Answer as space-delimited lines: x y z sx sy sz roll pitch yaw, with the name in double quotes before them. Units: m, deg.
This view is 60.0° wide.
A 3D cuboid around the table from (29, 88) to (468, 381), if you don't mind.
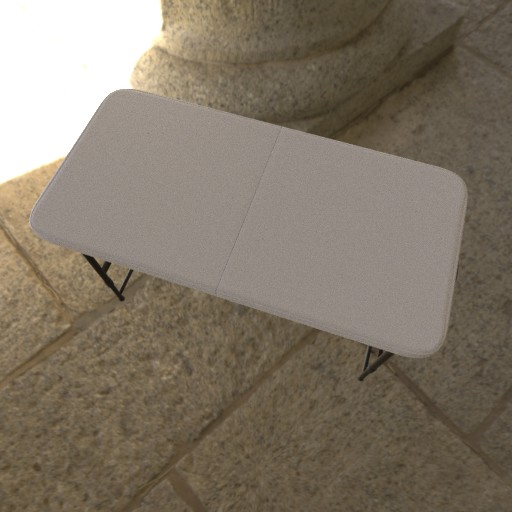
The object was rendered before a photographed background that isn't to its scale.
"table" 0.000 0.000 1.650 1.245 0.737 0.611 17 66 8
